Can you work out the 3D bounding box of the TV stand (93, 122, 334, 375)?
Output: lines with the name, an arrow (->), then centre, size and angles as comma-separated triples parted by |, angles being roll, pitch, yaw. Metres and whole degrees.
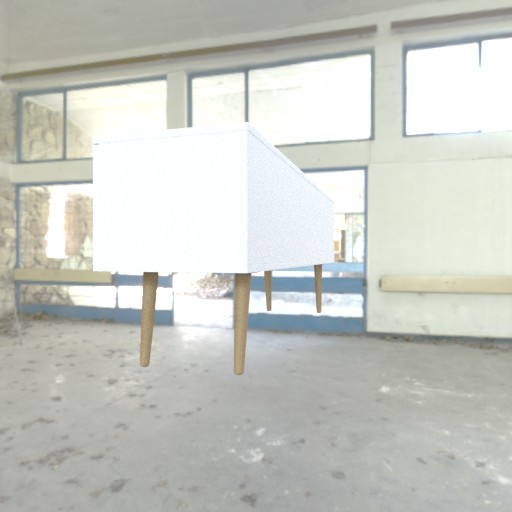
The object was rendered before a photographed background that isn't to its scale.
TV stand -> 0.000, 0.000, 1.648 | 0.401, 0.560, 1.398 | 0, 0, 17
